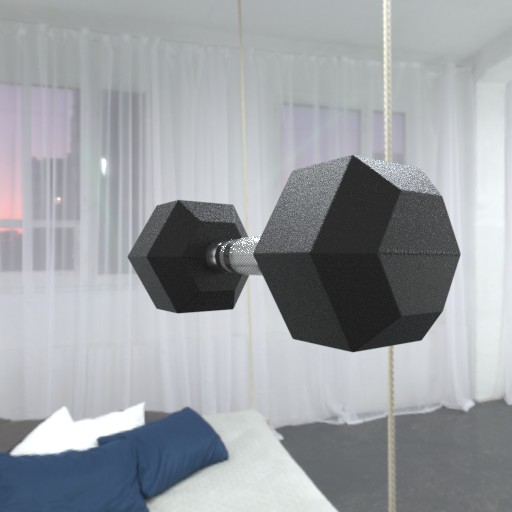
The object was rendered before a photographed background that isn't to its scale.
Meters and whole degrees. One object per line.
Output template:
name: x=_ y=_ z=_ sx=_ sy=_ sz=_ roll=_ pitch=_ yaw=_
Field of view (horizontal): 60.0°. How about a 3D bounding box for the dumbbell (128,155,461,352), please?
dumbbell: x=0.000 y=0.000 z=0.419 sx=0.141 sy=0.123 sz=0.356 roll=0 pitch=-1 yaw=-35
